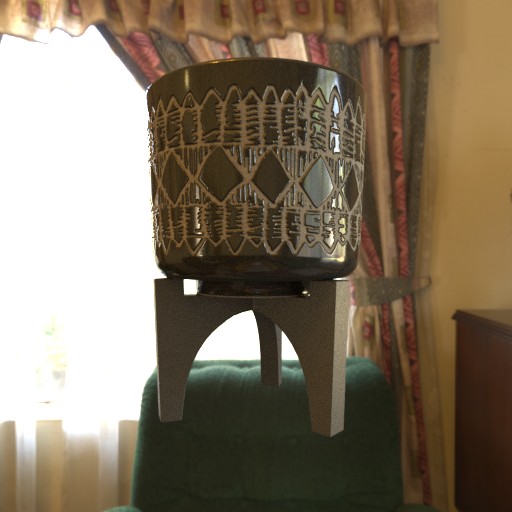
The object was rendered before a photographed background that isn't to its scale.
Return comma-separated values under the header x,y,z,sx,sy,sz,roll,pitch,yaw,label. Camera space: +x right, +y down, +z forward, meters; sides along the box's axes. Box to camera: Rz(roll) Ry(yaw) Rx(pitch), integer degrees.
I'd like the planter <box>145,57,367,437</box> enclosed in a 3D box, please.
x,y,z,sx,sy,sz,roll,pitch,yaw,label
0.000,0.000,0.516,0.251,0.355,0.251,0,0,-17,planter
